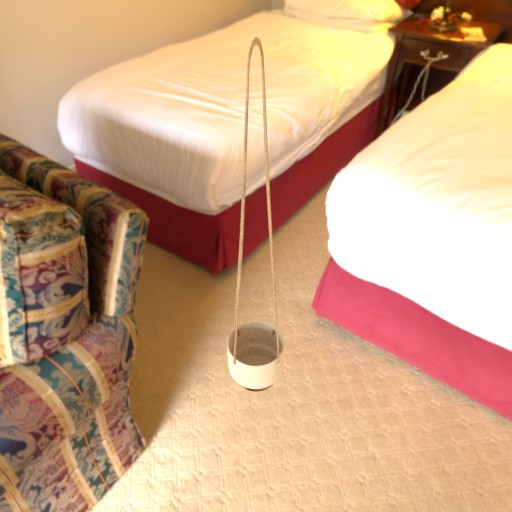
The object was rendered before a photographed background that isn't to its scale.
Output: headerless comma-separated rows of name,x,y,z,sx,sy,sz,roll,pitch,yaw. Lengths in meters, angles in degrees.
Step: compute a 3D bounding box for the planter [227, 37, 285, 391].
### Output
planter,0.000,0.000,0.925,0.146,0.841,0.146,-1,41,-1
